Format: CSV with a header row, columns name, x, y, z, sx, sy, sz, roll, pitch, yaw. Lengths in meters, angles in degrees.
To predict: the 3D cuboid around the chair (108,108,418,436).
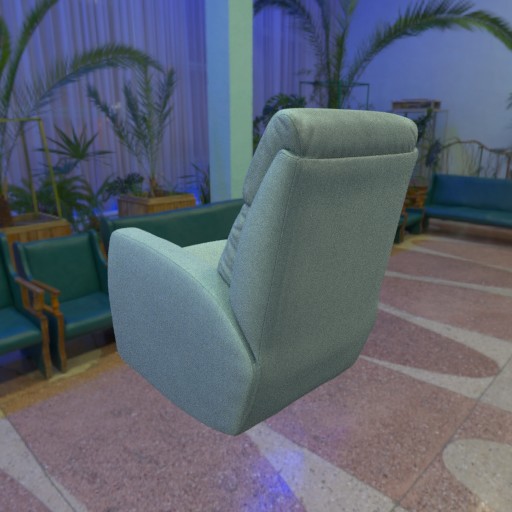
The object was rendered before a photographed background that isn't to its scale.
name,x,y,z,sx,sy,sz,roll,pitch,yaw
chair,0.000,0.000,1.648,0.812,1.013,0.940,-15,22,-41
